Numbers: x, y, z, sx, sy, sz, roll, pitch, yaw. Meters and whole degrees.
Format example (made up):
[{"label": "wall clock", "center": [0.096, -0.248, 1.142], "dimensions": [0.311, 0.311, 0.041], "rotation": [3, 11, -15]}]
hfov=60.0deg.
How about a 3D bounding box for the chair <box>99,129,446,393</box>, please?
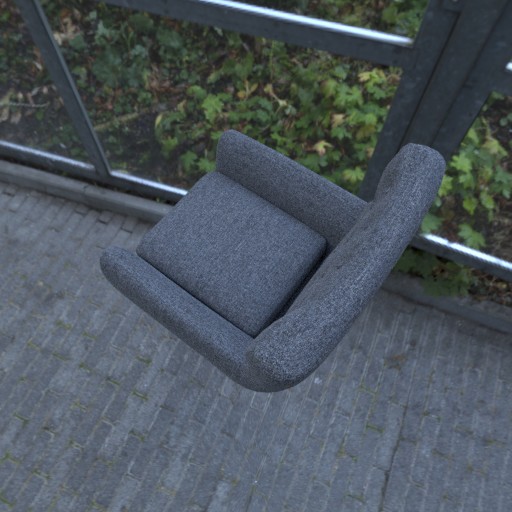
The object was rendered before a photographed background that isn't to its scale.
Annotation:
[{"label": "chair", "center": [0.000, 0.000, 1.775], "dimensions": [0.940, 1.039, 0.889], "rotation": [34, 68, 16]}]
